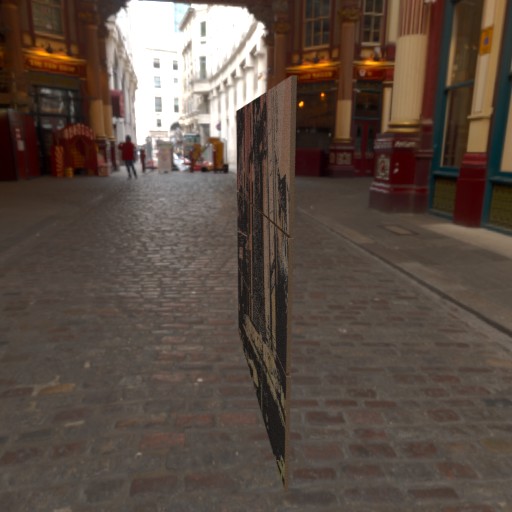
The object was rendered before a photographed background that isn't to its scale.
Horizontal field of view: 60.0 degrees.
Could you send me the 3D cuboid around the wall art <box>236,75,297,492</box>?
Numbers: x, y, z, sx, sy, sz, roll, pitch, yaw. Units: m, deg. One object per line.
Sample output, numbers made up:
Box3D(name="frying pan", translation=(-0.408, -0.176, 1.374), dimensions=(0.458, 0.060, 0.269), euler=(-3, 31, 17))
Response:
Box3D(name="wall art", translation=(0.000, 0.000, 2.274), dimensions=(0.017, 1.521, 1.527), euler=(-2, 14, -9))
